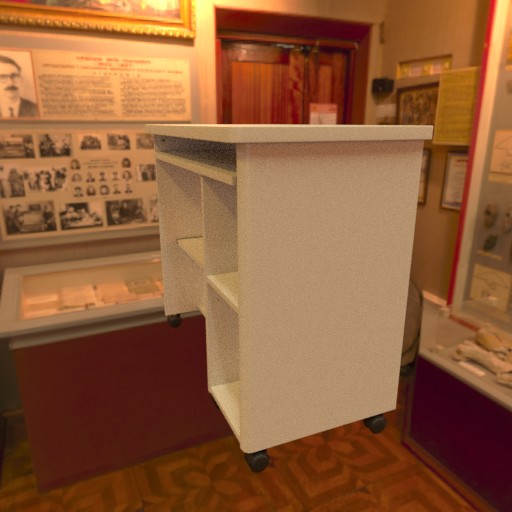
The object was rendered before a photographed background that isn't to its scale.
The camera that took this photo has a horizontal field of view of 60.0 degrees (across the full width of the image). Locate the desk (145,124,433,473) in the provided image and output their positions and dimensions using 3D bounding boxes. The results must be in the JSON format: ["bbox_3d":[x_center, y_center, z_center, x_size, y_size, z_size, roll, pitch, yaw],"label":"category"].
[{"bbox_3d":[0.000,0.000,1.346,0.475,0.763,0.877,-7,18,-22],"label":"desk"}]
